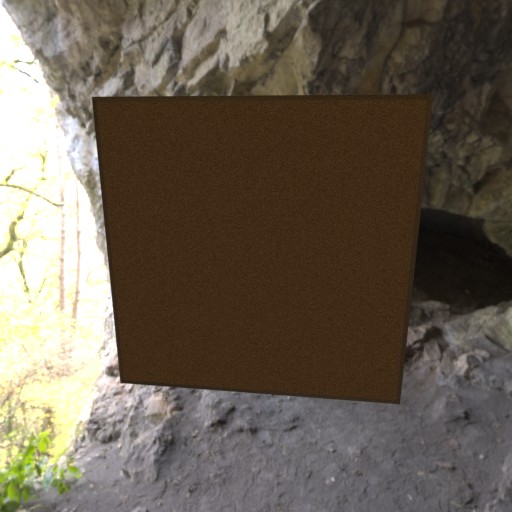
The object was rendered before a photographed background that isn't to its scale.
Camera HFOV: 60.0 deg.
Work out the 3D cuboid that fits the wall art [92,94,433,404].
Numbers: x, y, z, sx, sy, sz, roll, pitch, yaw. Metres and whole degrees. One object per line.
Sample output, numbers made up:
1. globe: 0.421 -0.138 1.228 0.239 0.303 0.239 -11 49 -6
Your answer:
1. wall art: 0.000 0.000 0.752 0.513 0.511 0.038 2 17 7
